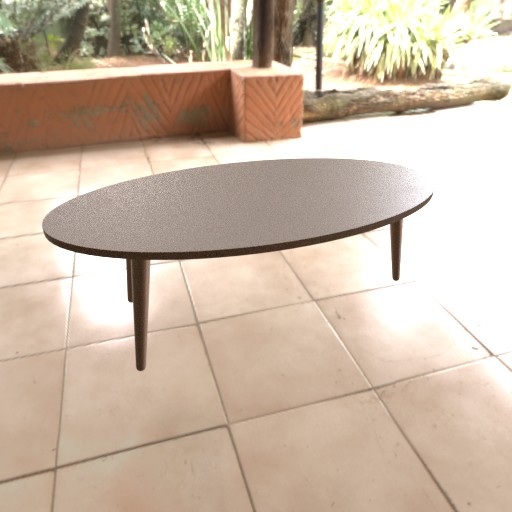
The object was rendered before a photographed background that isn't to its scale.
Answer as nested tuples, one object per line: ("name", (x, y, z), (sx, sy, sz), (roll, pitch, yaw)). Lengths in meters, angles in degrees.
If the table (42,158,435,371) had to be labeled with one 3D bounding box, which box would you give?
("table", (0.000, 0.000, 1.311), (1.083, 0.390, 0.542), (-10, 33, -15))
